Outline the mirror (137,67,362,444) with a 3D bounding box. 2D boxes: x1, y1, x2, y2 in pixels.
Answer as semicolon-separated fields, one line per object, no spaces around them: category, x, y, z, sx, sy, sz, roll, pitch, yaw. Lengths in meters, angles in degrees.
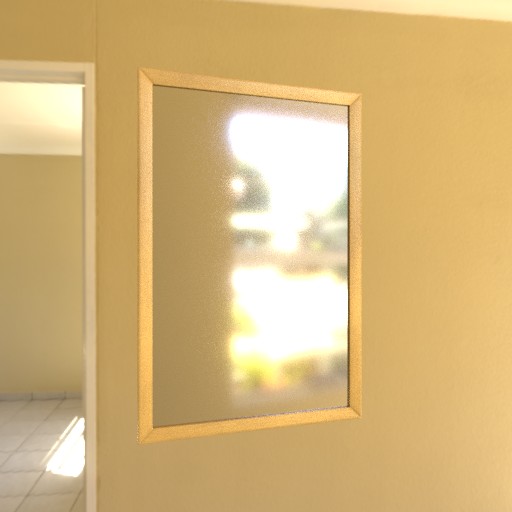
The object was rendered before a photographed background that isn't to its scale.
mirror;0.000;0.000;1.181;0.609;0.915;0.040;0;0;-17
